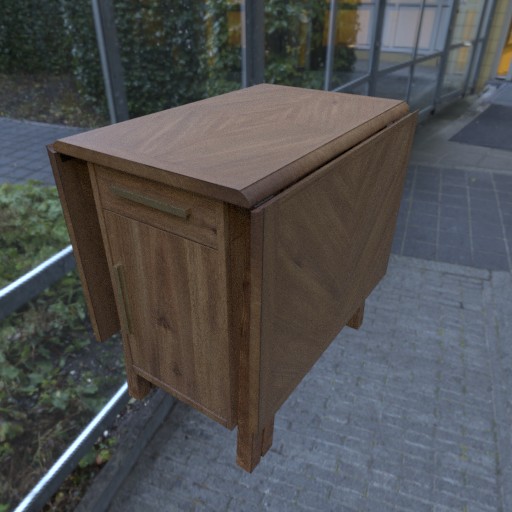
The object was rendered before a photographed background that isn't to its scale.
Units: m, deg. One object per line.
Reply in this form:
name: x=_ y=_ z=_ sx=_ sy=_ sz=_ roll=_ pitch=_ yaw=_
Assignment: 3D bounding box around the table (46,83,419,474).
table: x=0.000 y=0.000 z=1.598 sx=0.701 sy=0.981 sz=0.967 roll=20 pitch=36 yaw=29
